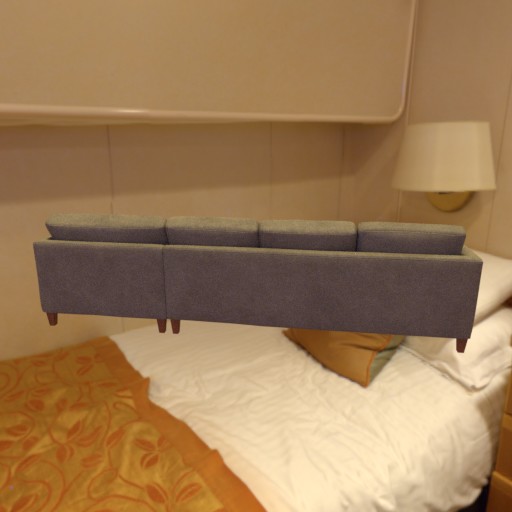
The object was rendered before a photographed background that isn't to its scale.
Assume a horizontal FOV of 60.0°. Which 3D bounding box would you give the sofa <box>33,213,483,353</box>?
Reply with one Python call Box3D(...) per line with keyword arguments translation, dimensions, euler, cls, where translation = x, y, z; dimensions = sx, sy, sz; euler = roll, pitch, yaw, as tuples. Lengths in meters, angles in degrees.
Box3D(translation=(0.000, 0.000, 4.138), dimensions=(3.471, 0.950, 1.604), euler=(2, 16, 8), cls="sofa")
